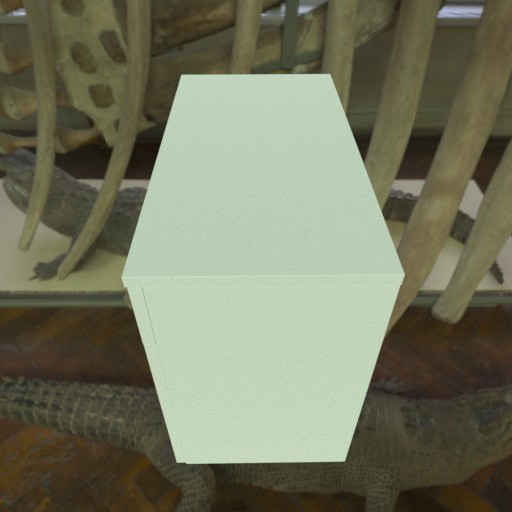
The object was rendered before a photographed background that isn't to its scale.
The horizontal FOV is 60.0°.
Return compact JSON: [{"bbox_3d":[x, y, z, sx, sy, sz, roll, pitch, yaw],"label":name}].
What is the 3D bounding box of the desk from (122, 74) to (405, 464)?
[{"bbox_3d":[0.000,0.000,1.310,0.482,0.730,0.898,-1,42,-1],"label":"desk"}]
